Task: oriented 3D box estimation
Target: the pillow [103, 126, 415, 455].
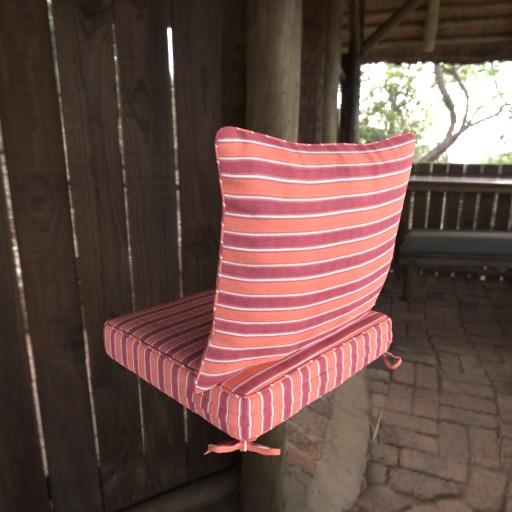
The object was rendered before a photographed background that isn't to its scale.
[{"bbox_3d":[0.000,0.000,1.339,0.733,0.723,0.799,13,20,42],"label":"pillow"}]
